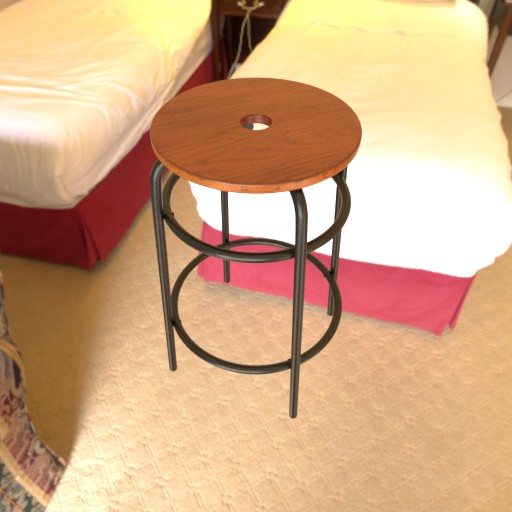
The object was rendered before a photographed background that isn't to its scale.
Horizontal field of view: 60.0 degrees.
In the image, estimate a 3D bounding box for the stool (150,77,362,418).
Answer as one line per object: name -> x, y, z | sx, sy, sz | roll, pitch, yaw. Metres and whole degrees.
stool -> 0.000, 0.000, 0.924 | 0.455, 0.610, 0.455 | -16, 48, -16
